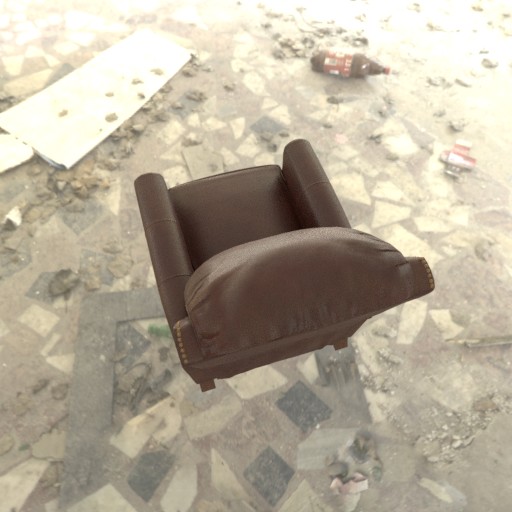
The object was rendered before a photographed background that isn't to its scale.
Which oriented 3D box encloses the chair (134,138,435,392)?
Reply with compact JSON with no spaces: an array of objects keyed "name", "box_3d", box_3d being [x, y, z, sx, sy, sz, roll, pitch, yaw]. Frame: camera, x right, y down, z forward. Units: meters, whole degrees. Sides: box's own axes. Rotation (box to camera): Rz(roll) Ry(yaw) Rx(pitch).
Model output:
[{"name":"chair","box_3d":[0.000,0.000,1.806,0.826,1.022,1.089,-14,57,-10]}]
